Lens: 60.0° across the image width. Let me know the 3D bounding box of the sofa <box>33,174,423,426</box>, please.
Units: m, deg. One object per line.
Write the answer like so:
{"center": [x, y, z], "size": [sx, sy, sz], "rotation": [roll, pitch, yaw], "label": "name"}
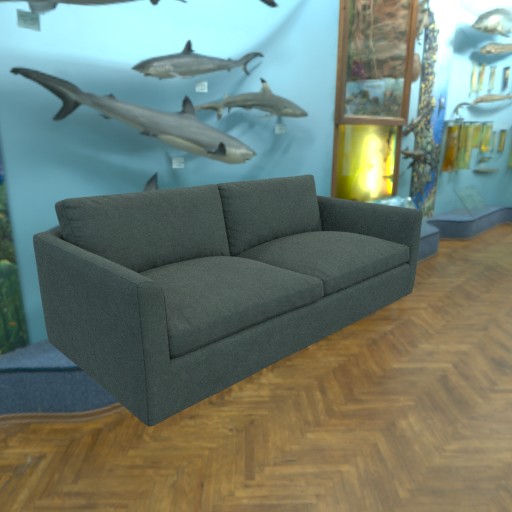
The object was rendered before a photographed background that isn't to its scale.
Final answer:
{"center": [0.000, 0.000, 2.760], "size": [2.257, 0.838, 1.092], "rotation": [-15, 21, -43], "label": "sofa"}
